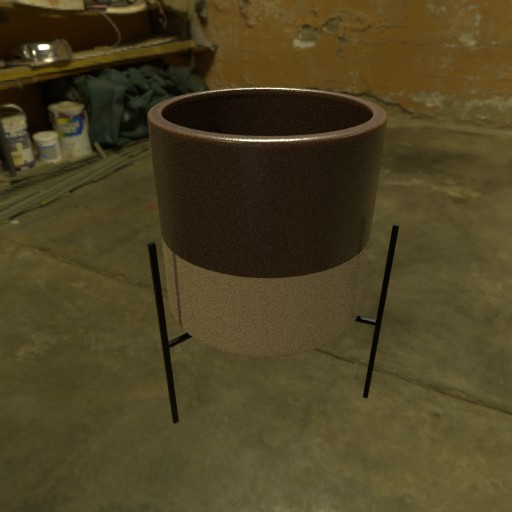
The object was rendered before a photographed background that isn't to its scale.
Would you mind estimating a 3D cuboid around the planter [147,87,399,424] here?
[{"bbox_3d":[0.000,0.000,0.536,0.250,0.353,0.260,-8,32,-14],"label":"planter"}]
